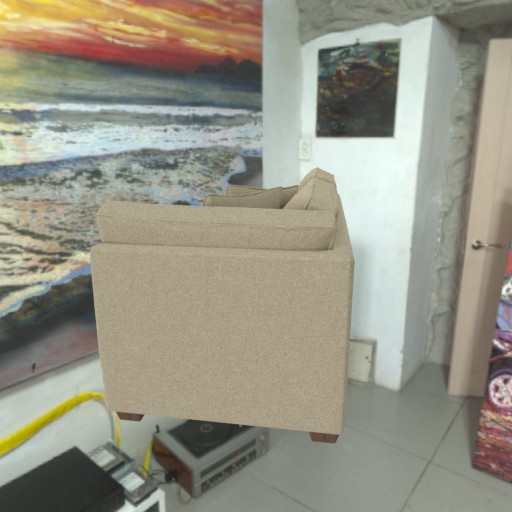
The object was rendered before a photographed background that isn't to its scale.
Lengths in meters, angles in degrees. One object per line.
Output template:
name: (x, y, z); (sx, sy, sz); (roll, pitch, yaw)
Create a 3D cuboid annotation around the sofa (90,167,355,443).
sofa: (0.000, 0.000, 2.848); (1.110, 1.033, 2.237); (2, 15, 8)
